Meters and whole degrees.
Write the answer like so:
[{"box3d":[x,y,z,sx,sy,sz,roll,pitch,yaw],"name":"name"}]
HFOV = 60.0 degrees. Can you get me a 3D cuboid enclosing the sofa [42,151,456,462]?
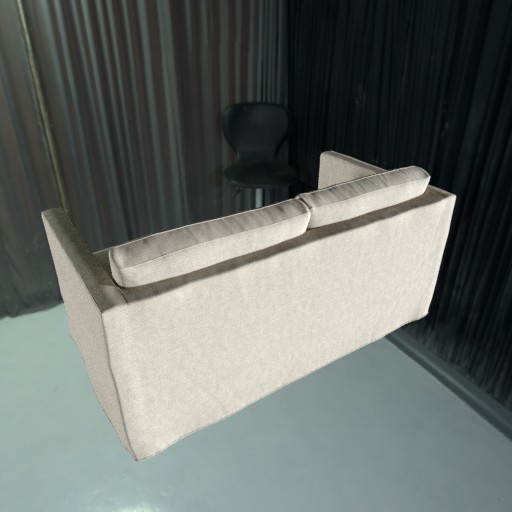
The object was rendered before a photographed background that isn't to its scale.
[{"box3d":[0.000,0.000,2.216,1.766,0.828,0.956,-18,34,-29],"name":"sofa"}]
